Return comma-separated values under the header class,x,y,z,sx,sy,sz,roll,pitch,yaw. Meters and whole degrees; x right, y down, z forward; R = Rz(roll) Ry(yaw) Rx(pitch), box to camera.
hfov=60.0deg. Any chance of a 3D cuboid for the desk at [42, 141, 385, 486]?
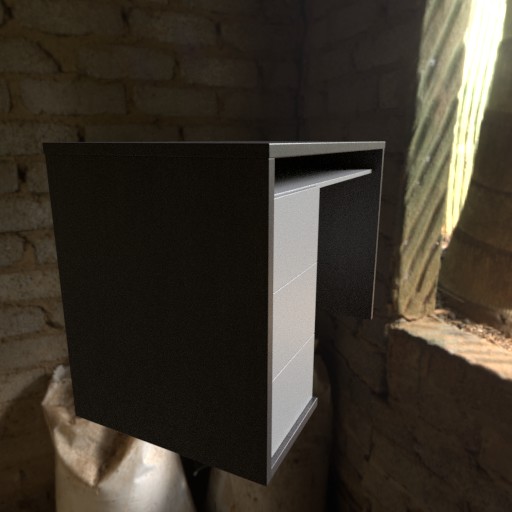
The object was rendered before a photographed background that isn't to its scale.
class,x,y,z,sx,sy,sz,roll,pitch,yaw
desk,0.000,0.000,1.504,0.600,0.750,1.100,7,16,25
